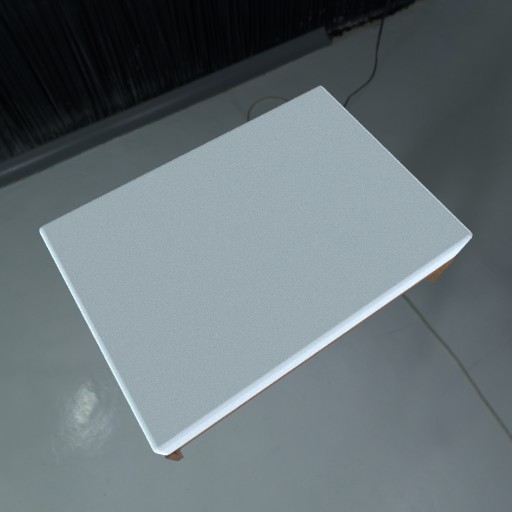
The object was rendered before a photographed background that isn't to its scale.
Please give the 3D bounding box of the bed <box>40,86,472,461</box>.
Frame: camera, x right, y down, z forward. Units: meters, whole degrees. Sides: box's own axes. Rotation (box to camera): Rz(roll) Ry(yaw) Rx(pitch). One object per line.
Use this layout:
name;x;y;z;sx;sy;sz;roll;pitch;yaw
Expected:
bed;0.000;0.000;2.629;1.927;0.616;1.348;-31;67;-14
